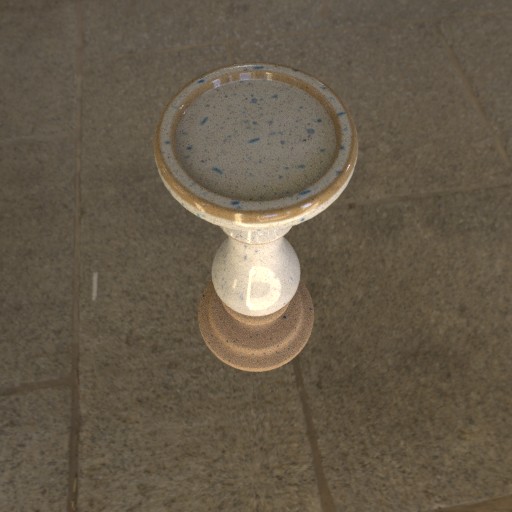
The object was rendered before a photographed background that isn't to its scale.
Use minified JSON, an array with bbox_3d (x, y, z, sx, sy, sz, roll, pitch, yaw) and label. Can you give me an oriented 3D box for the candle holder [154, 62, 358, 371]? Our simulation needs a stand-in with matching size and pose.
[{"bbox_3d":[0.000,0.000,0.252,0.088,0.203,0.088,0,63,0],"label":"candle holder"}]
